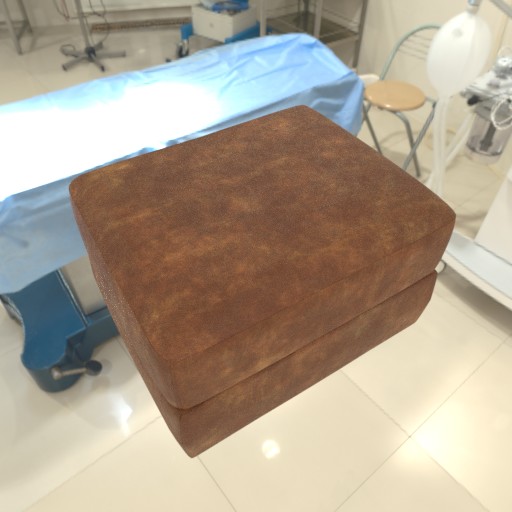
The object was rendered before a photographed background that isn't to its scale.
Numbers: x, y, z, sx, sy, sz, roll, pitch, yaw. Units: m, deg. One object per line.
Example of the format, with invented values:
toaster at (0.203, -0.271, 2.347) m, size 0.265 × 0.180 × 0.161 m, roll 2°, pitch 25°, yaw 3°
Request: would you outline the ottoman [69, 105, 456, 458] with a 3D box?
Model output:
ottoman at (0.000, 0.000, 1.140) m, size 0.751 × 0.476 × 0.603 m, roll -24°, pitch 51°, yaw -21°
